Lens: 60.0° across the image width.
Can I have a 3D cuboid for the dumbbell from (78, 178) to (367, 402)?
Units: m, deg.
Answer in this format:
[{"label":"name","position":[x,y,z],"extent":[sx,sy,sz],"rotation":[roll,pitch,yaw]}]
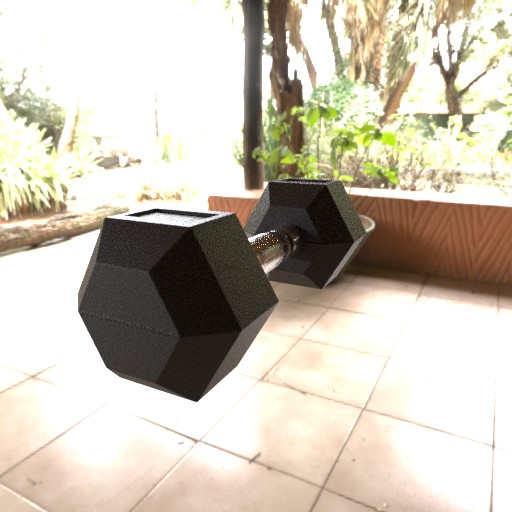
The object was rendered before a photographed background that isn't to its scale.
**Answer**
[{"label":"dumbbell","position":[0.000,0.000,0.359],"extent":[0.116,0.101,0.297],"rotation":[8,17,26]}]
